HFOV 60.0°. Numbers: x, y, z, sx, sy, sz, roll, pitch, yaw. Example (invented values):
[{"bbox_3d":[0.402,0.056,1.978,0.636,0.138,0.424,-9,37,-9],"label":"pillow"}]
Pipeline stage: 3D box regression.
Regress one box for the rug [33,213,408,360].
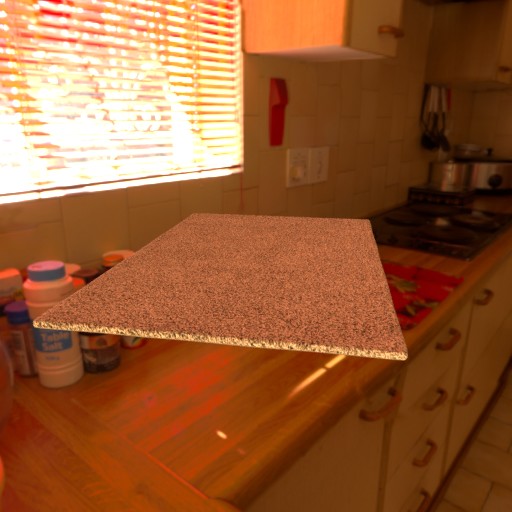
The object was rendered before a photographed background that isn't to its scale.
[{"bbox_3d":[0.000,0.000,2.222,1.219,0.030,1.778,3,18,10],"label":"rug"}]
